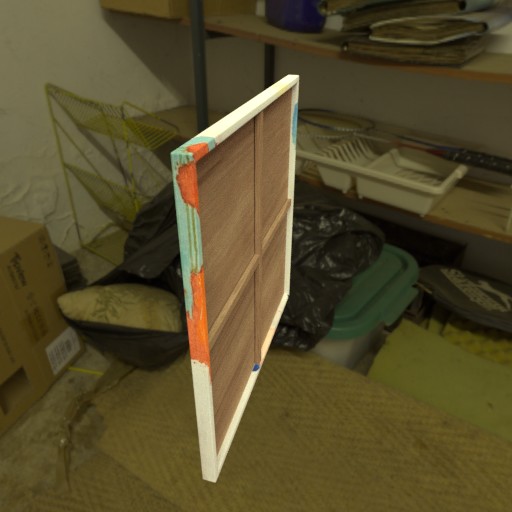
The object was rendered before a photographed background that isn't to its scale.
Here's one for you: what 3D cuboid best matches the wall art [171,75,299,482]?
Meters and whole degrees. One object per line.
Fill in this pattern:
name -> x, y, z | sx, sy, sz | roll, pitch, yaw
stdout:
wall art -> 0.000, 0.000, 1.512 | 0.044, 1.017, 1.017 | 8, 31, 14
